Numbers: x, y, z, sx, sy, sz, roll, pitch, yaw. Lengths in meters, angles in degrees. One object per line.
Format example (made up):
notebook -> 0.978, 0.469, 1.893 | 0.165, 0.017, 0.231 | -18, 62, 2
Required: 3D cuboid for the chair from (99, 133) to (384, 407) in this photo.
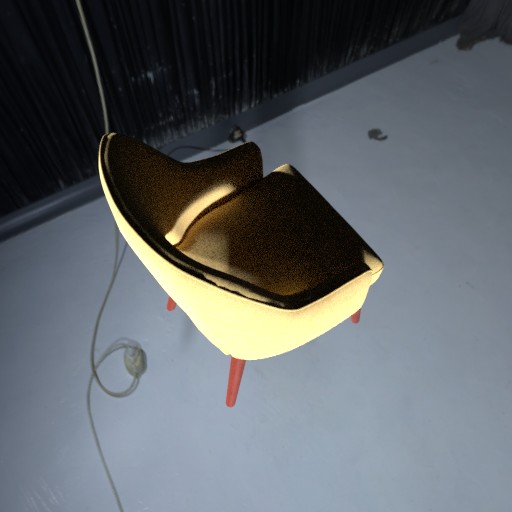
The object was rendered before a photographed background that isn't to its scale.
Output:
chair -> 0.000, 0.000, 1.227 | 0.605, 0.849, 0.548 | -30, 64, -17
